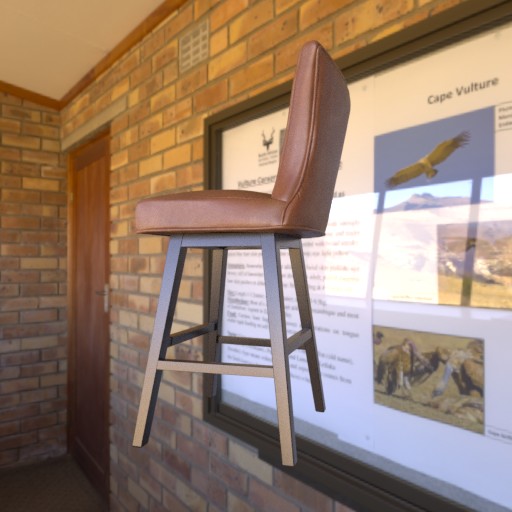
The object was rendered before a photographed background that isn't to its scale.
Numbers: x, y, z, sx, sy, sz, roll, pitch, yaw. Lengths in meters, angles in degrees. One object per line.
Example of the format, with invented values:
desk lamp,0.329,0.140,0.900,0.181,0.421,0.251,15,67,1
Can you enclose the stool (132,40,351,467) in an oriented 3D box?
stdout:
stool,0.000,0.000,1.423,0.585,1.094,0.522,0,-1,19
